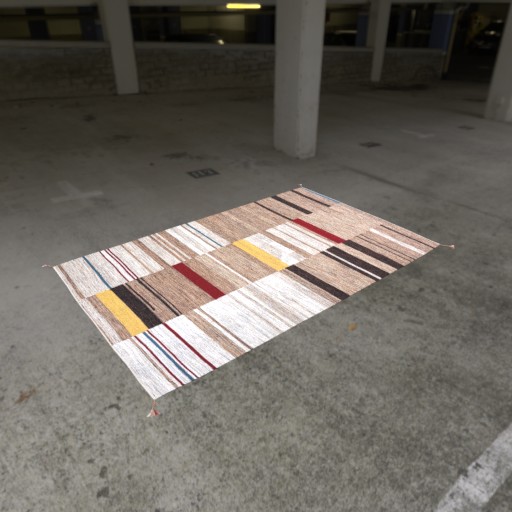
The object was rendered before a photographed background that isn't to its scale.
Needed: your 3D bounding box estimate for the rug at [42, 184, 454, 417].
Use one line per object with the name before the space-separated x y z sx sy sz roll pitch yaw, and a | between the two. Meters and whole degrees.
rug | 0.000 0.000 2.421 1.918 0.007 1.268 -22 37 -33
